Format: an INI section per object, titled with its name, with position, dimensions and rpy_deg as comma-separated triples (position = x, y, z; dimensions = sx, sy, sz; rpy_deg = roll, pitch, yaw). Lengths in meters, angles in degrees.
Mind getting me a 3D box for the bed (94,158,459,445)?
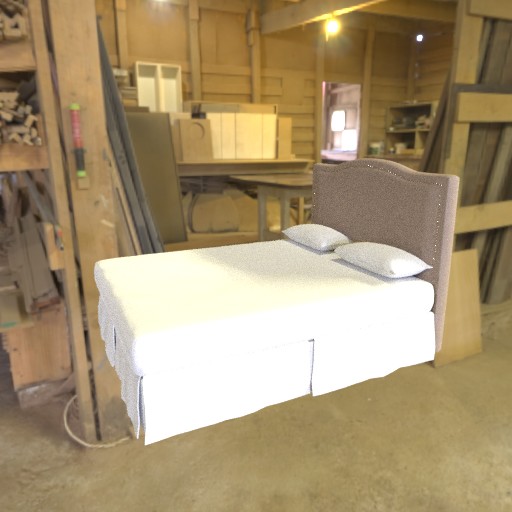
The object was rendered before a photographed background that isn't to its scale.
[bed]
position = 0.000, 0.000, 3.437
dimensions = 2.282, 1.436, 1.821
rpy_deg = -7, 16, -25
